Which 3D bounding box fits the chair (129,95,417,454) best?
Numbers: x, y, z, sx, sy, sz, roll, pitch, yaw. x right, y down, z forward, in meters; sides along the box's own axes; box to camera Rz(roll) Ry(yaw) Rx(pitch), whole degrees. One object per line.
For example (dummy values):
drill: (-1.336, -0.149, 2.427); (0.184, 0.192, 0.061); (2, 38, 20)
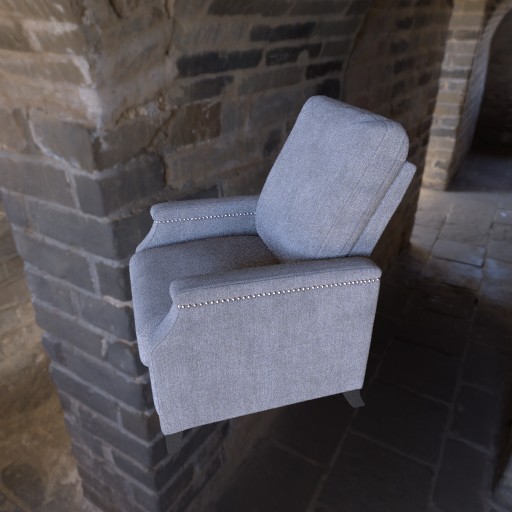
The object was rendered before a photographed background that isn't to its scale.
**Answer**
chair: (0.000, 0.000, 1.653); (0.922, 1.049, 0.710); (-8, 29, -15)
